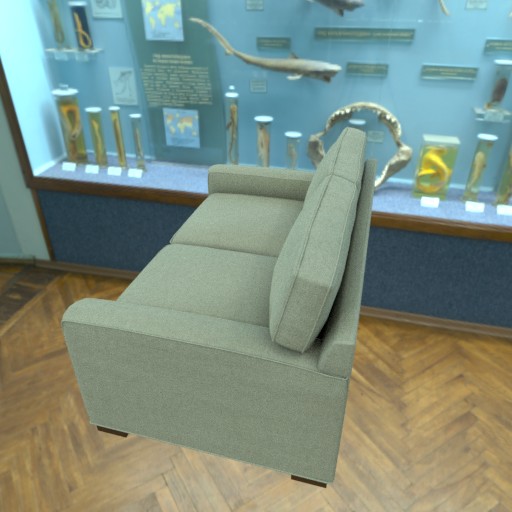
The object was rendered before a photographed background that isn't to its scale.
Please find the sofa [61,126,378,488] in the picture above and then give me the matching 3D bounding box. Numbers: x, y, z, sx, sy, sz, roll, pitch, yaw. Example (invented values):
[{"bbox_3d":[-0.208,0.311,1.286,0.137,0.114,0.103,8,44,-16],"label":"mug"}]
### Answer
[{"bbox_3d":[0.000,0.000,1.988,0.940,0.853,1.484,8,33,13],"label":"sofa"}]
